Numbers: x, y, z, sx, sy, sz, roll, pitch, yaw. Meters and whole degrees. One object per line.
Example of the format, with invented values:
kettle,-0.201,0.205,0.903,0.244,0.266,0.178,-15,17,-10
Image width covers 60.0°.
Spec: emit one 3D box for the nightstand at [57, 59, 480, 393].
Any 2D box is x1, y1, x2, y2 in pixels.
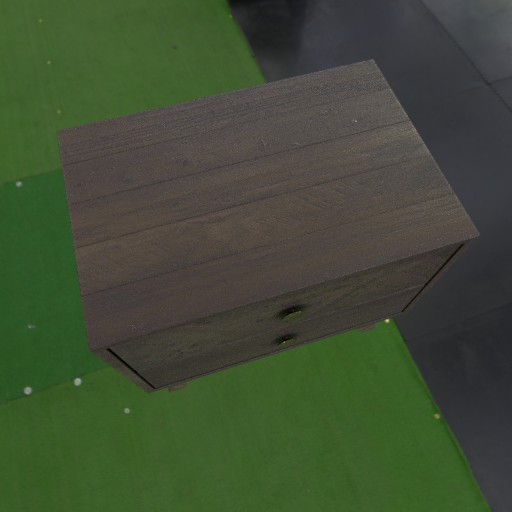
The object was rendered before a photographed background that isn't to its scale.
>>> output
nightstand,0.000,0.000,1.053,0.650,0.599,0.450,-16,65,-8
